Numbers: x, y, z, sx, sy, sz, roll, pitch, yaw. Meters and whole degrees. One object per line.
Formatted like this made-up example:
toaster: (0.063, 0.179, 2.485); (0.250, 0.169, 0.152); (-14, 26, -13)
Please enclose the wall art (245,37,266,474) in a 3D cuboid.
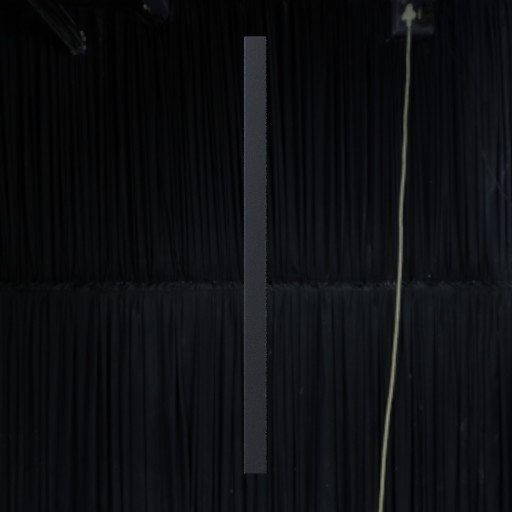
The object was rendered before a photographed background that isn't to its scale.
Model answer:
wall art: (0.000, 0.000, 1.152); (0.037, 0.760, 0.762); (0, 0, 0)
